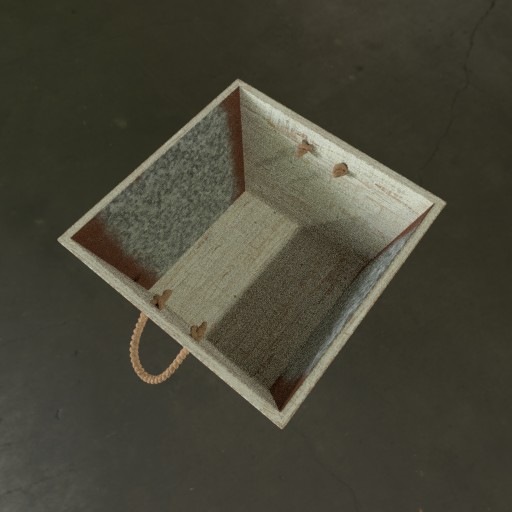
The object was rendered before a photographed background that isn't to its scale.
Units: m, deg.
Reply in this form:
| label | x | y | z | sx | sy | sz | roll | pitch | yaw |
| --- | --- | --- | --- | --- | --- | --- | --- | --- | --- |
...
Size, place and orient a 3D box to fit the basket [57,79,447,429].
| label | x | y | z | sx | sy | sz | roll | pitch | yaw |
| --- | --- | --- | --- | --- | --- | --- | --- | --- | --- |
| basket | 0.000 | 0.000 | 0.770 | 0.413 | 0.247 | 0.545 | 36 | 70 | 16 |
